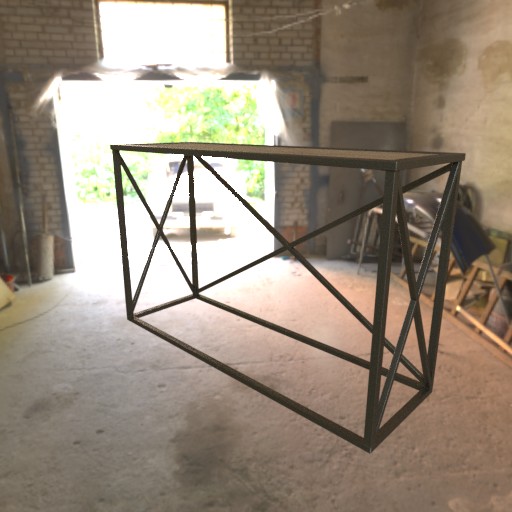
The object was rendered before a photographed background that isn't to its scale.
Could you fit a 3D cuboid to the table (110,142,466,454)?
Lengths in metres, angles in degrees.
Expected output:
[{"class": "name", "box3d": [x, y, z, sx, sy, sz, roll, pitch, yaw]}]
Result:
[{"class": "table", "box3d": [0.000, 0.000, 1.590, 1.216, 0.753, 0.402, 15, 22, 42]}]
